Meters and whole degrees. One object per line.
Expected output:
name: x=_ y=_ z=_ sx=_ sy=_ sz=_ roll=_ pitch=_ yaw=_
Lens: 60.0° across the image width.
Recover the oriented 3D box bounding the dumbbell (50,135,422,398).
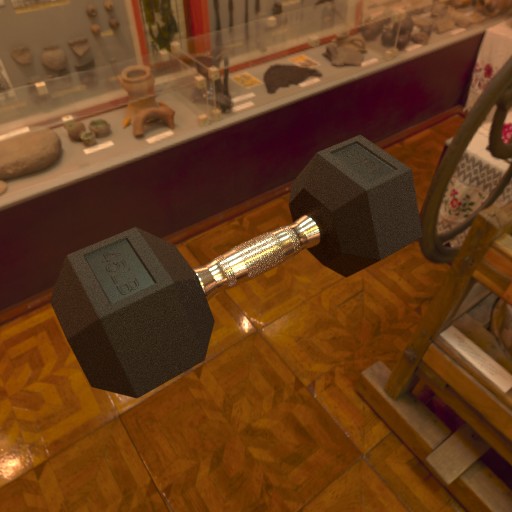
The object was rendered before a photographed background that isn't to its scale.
dumbbell: x=0.000 y=0.000 z=0.426 sx=0.356 sy=0.123 sz=0.141 roll=-26 pitch=53 yaw=-22
